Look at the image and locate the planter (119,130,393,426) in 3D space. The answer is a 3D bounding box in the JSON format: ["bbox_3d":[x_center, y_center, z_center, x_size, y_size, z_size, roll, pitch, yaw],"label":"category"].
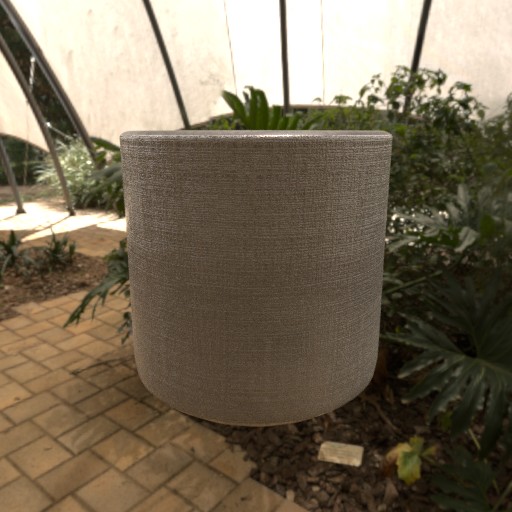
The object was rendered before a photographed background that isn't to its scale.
[{"bbox_3d":[0.000,0.000,0.286,0.160,0.156,0.160,0,16,0],"label":"planter"}]
